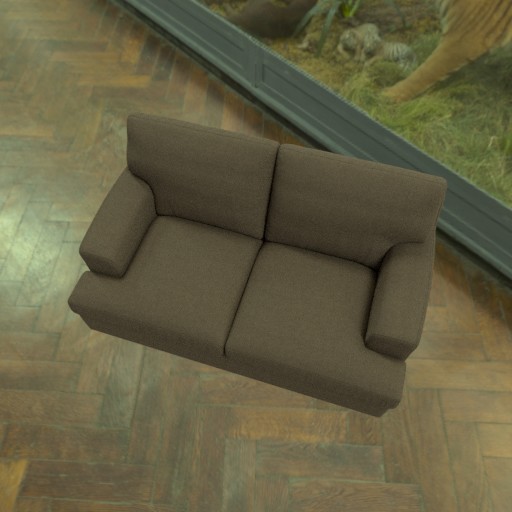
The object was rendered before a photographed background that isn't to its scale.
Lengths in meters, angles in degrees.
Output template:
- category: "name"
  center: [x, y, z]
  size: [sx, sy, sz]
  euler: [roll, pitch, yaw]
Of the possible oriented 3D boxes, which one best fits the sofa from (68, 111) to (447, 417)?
- category: "sofa"
  center: [0.000, 0.000, 2.486]
  size: [1.869, 0.950, 1.140]
  euler: [15, 59, 9]
